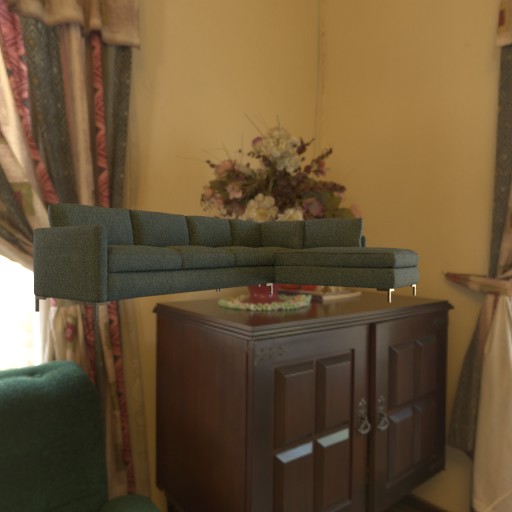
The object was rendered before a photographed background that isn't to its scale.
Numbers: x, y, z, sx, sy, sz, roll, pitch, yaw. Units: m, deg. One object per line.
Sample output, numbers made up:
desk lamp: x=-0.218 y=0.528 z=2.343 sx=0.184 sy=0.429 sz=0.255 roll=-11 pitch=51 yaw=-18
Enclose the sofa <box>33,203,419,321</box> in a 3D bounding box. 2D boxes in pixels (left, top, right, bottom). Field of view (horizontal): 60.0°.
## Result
sofa: x=0.000 y=0.000 z=3.873 sx=2.007 sy=0.815 sz=2.949 roll=0 pitch=1 yaw=36
